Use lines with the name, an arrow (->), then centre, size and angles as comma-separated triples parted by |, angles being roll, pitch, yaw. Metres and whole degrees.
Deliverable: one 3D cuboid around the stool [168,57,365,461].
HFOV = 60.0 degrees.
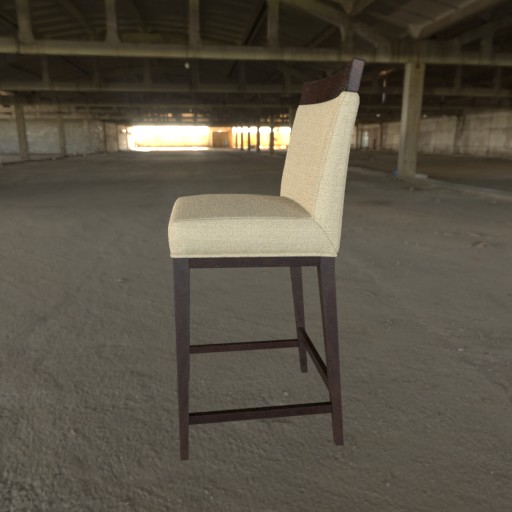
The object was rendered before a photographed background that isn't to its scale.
stool -> 0.000, 0.000, 1.435 | 0.531, 1.117, 0.511 | -2, 15, -8
